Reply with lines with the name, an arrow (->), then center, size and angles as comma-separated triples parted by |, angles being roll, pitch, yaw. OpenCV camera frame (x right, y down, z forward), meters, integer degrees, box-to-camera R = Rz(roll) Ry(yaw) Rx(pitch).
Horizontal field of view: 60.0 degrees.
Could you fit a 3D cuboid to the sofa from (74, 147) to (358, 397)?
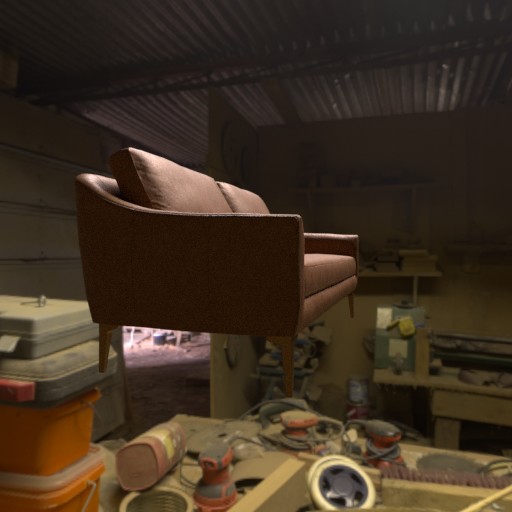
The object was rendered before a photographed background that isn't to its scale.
sofa -> 0.000, 0.000, 2.570 | 0.981, 0.945, 2.036 | 0, 1, 19
